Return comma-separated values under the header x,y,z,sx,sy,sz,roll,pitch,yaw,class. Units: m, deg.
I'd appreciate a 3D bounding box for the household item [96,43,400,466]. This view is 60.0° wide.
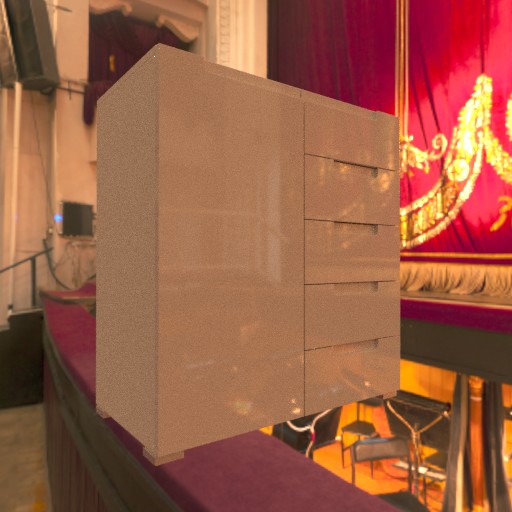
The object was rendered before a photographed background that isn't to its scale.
x,y,z,sx,sy,sz,roll,pitch,yaw,class
0.000,0.000,1.308,0.800,0.870,0.420,0,-1,-36,household item
